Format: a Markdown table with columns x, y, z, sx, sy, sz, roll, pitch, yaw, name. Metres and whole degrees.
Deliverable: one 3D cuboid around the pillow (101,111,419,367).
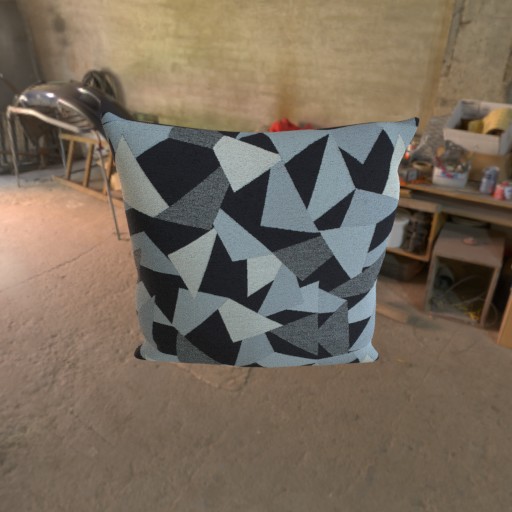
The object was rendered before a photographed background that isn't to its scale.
| x | y | z | sx | sy | sz | roll | pitch | yaw | name |
| --- | --- | --- | --- | --- | --- | --- | --- | --- | --- |
| 0.000 | 0.000 | 0.790 | 0.503 | 0.496 | 0.208 | 0 | 30 | 1 | pillow |
